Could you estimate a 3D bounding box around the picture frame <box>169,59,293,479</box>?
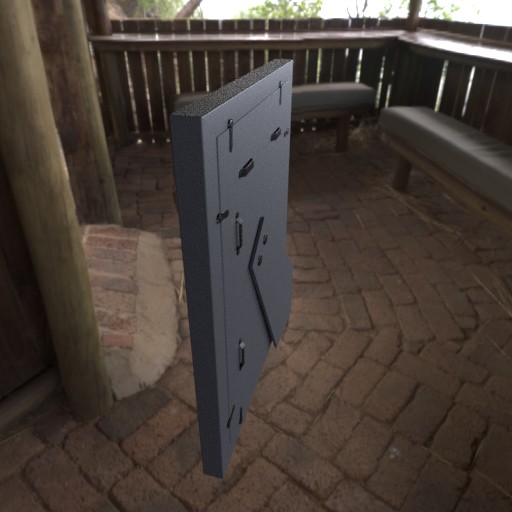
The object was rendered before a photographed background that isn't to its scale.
[{"bbox_3d":[0.000,0.000,0.510,0.036,0.383,0.307,8,31,13],"label":"picture frame"}]
